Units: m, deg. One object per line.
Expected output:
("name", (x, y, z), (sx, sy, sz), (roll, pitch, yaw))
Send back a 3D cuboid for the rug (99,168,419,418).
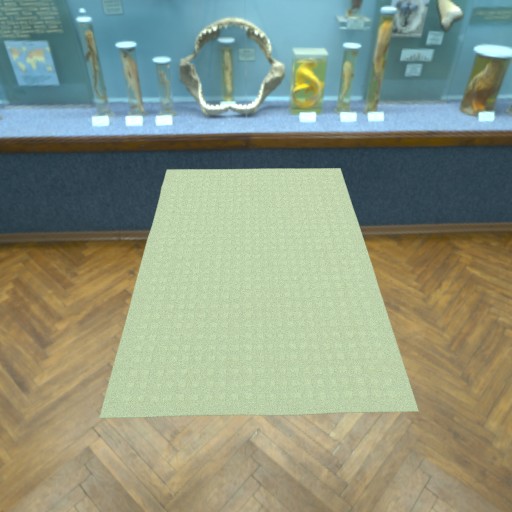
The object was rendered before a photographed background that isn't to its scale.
("rug", (0.000, 0.000, 2.244), (1.143, 0.006, 1.747), (-1, 41, -1))
